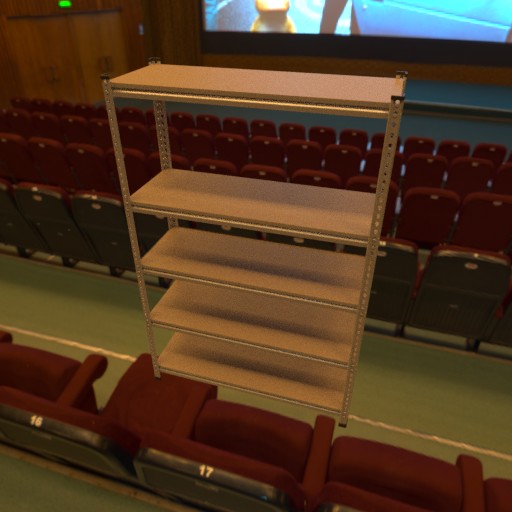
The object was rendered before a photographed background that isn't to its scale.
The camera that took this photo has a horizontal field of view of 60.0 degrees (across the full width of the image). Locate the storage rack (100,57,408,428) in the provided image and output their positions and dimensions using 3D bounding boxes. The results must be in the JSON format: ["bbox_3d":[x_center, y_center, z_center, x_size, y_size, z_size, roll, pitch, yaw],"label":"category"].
[{"bbox_3d":[0.000,0.000,2.361,1.219,1.829,0.457,10,34,14],"label":"storage rack"}]
